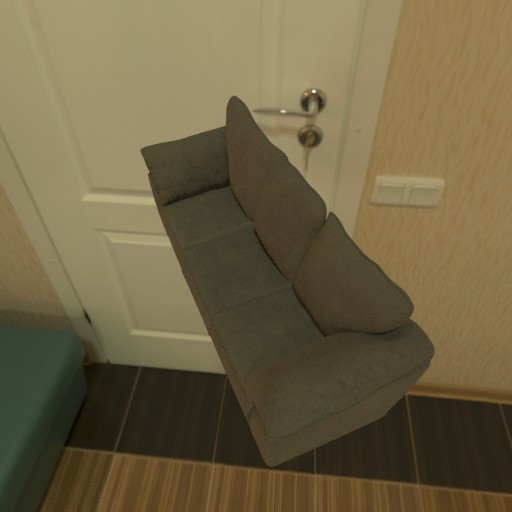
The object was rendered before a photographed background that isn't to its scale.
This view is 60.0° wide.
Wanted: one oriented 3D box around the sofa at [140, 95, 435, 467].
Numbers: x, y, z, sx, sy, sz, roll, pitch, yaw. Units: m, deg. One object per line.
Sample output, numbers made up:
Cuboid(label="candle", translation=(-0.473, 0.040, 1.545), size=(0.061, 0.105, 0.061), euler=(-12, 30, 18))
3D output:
Cuboid(label="sofa", translation=(0.000, 0.000, 2.818), size=(0.878, 1.073, 2.336), euler=(-17, 48, -16))
